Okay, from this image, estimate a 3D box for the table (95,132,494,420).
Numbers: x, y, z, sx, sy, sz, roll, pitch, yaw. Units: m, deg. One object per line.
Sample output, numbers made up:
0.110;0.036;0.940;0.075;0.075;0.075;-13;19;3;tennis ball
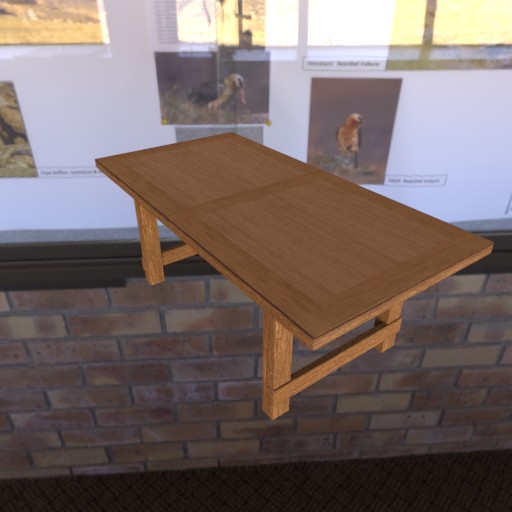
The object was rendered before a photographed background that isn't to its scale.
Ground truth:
0.000;0.000;2.463;1.000;0.762;1.982;-21;37;-30;table
